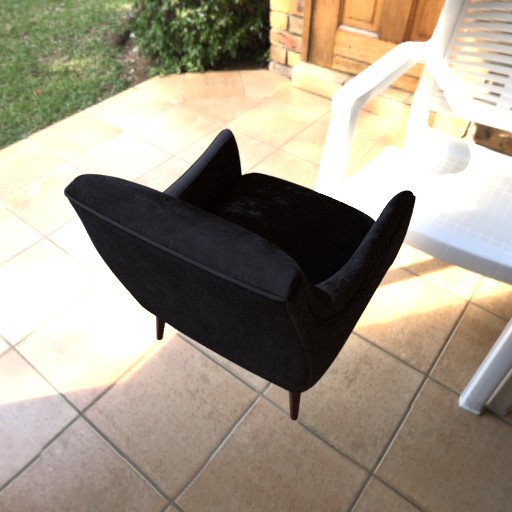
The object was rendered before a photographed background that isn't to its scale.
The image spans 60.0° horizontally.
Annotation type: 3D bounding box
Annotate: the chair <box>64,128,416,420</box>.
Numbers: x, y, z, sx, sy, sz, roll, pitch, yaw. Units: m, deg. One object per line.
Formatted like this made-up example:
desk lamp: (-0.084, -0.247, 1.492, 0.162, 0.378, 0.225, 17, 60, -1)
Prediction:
chair: (0.000, 0.000, 1.436, 0.762, 0.838, 0.787, 24, 51, 21)
